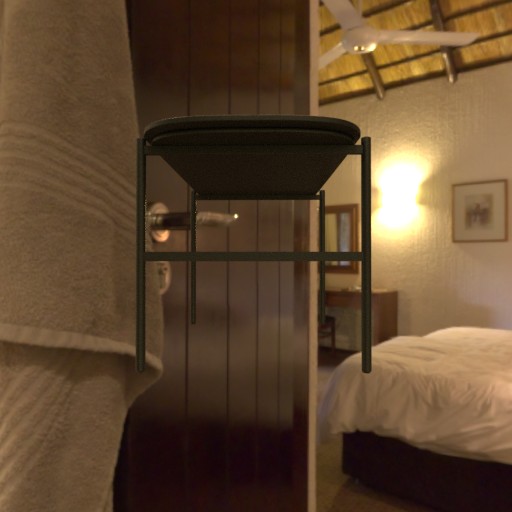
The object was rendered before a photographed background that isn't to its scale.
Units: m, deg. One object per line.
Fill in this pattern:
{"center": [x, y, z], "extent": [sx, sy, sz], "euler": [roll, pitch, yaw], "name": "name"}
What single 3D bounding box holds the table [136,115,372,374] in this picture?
{"center": [0.000, 0.000, 1.039], "extent": [0.400, 0.400, 0.800], "euler": [0, -1, 1], "name": "table"}
